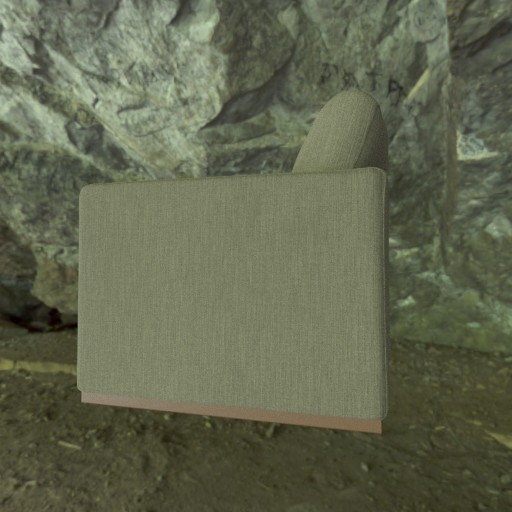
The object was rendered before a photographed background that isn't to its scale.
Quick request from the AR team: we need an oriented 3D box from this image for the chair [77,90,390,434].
[{"bbox_3d":[0.000,0.000,1.447,0.834,0.811,0.763,-1,-2,17],"label":"chair"}]
